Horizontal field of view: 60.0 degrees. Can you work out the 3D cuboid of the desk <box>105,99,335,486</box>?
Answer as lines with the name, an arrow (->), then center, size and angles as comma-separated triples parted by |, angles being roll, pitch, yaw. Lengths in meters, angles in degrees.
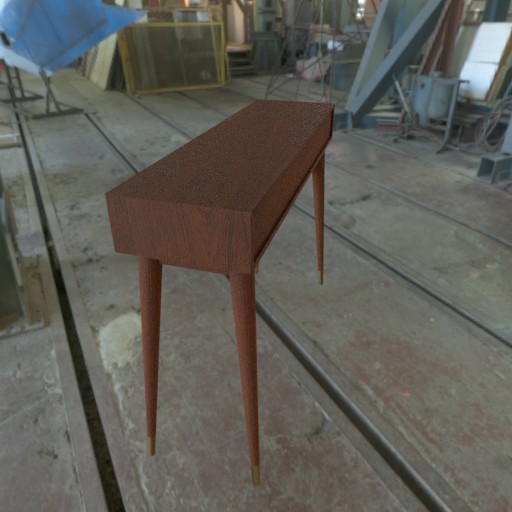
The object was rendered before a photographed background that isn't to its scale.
desk -> 0.000, 0.000, 1.679 | 0.384, 0.917, 1.204 | 9, 31, 15
